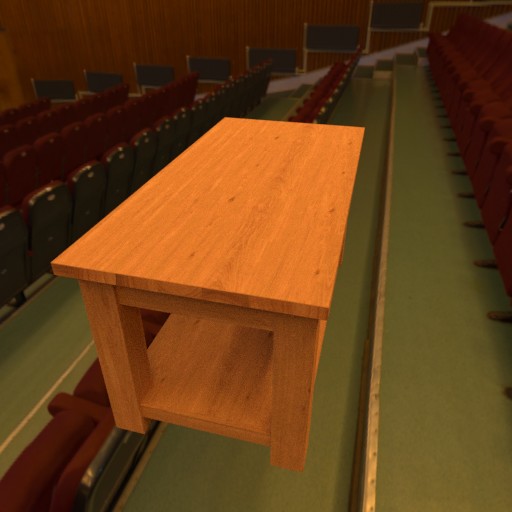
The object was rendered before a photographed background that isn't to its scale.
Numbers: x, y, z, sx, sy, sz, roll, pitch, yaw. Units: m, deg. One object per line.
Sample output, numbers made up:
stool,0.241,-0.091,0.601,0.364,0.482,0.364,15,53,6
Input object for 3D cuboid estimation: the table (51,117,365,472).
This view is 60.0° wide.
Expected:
table,0.000,0.000,1.156,0.450,0.452,0.899,8,33,12
